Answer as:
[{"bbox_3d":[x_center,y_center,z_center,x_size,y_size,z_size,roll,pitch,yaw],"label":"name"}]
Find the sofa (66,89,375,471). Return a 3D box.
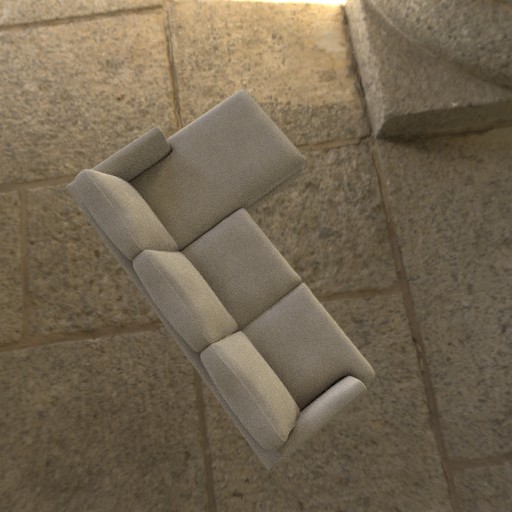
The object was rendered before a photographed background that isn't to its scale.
[{"bbox_3d":[0.000,0.000,3.063,1.504,0.956,2.233,-37,79,-8],"label":"sofa"}]
